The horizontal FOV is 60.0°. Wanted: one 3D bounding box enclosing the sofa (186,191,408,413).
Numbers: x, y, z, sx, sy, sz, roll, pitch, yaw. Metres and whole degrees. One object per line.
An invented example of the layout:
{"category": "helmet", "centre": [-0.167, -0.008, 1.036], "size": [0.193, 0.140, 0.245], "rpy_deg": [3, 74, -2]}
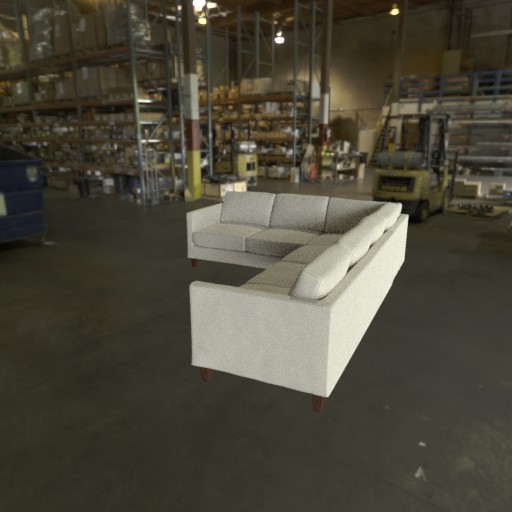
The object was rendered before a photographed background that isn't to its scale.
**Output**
{"category": "sofa", "centre": [0.000, 0.000, 4.320], "size": [2.432, 0.863, 3.182], "rpy_deg": [7, 17, 25]}
